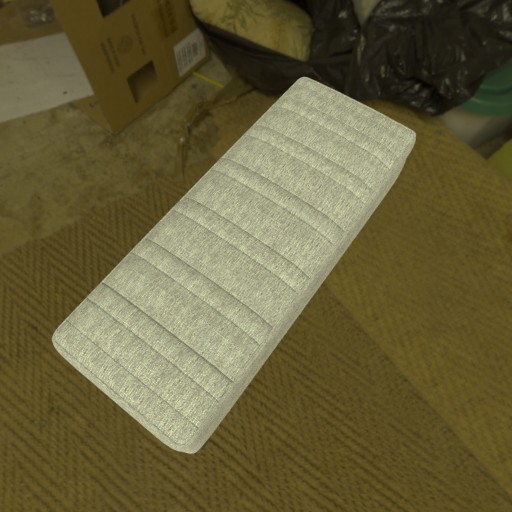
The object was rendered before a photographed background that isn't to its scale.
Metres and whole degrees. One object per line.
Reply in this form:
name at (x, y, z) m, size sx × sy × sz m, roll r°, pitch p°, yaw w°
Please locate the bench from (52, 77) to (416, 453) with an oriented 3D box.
bench at (0.000, 0.000, 1.344) m, size 0.429 × 0.470 × 1.100 m, roll 33°, pitch 68°, yaw 15°
